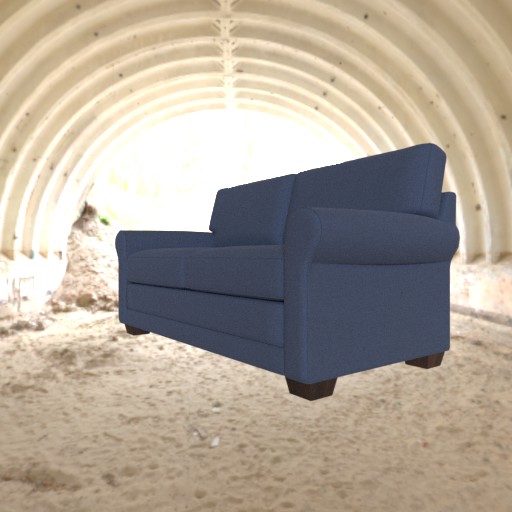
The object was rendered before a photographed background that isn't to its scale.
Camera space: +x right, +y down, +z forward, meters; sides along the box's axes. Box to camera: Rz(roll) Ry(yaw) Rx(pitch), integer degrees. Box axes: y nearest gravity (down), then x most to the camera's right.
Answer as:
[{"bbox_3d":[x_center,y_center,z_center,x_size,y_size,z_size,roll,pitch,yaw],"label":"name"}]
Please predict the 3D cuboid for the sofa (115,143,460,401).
[{"bbox_3d":[0.000,0.000,2.489,0.940,1.020,1.930,0,0,-37],"label":"sofa"}]
